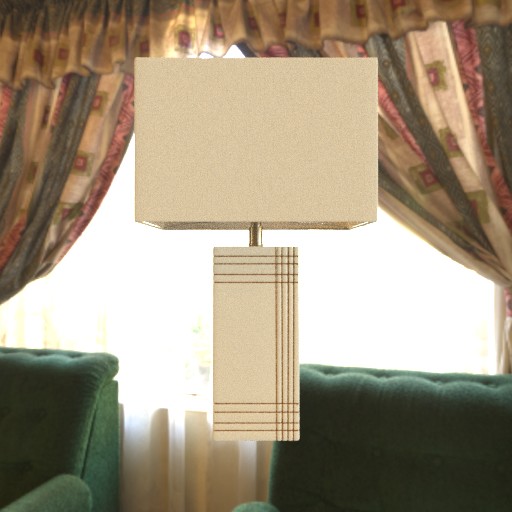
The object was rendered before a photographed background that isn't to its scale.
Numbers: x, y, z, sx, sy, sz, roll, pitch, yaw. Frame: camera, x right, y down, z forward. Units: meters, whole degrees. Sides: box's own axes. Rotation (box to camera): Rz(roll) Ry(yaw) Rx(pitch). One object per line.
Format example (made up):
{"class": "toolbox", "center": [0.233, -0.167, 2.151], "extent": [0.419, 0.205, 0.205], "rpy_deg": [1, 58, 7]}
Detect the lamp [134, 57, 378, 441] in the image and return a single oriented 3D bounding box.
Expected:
{"class": "lamp", "center": [0.000, 0.000, 0.694], "extent": [0.334, 0.543, 0.182], "rpy_deg": [0, 0, 0]}
